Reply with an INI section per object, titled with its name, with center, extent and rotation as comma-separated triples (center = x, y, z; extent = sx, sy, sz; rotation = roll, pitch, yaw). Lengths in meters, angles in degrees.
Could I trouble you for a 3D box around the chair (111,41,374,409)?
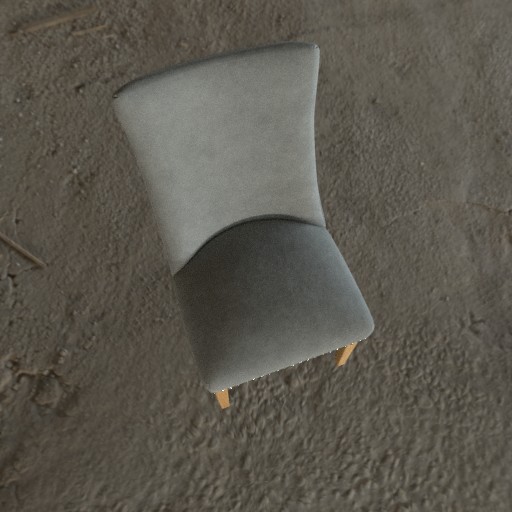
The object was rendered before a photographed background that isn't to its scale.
[chair]
center = 0.000, 0.000, 1.252
extent = 0.495, 0.902, 0.610
rotation = -18, 64, -9
